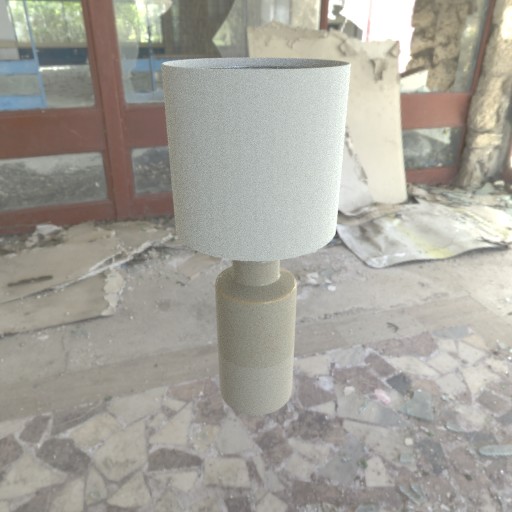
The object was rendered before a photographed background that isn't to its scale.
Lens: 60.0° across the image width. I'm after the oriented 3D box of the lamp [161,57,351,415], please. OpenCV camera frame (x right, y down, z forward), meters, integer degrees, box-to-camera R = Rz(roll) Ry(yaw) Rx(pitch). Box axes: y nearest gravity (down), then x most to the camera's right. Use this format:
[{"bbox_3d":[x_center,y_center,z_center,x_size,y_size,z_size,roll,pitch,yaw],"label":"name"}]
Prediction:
[{"bbox_3d":[0.000,0.000,0.615,0.212,0.493,0.212,8,28,15],"label":"lamp"}]
